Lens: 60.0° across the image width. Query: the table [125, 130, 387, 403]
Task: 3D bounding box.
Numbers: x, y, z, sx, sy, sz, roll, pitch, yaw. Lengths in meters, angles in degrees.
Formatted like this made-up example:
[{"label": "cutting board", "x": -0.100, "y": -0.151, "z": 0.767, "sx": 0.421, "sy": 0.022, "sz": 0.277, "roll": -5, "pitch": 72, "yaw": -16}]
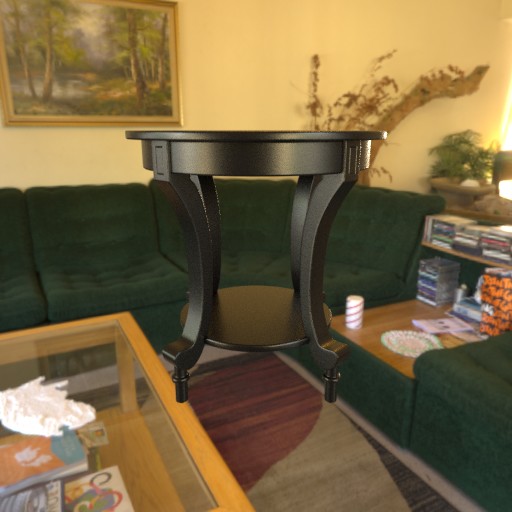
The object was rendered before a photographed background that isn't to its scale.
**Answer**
[{"label": "table", "x": 0.000, "y": 0.000, "z": 1.134, "sx": 0.597, "sy": 0.618, "sz": 0.597, "roll": 0, "pitch": 16, "yaw": 0}]
